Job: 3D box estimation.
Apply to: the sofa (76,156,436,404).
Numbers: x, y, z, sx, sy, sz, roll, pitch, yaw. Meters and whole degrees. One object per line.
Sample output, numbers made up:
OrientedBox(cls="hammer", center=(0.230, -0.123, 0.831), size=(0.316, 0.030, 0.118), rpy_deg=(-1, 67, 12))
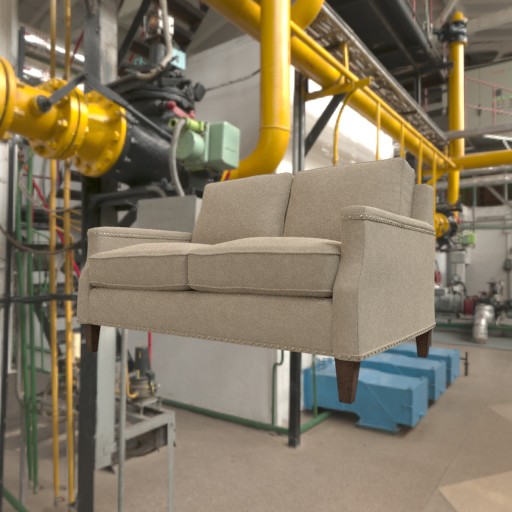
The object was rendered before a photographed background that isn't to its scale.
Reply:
OrientedBox(cls="sofa", center=(0.000, 0.000, 2.296), size=(1.597, 1.002, 1.084), rpy_deg=(-1, -1, 36))
